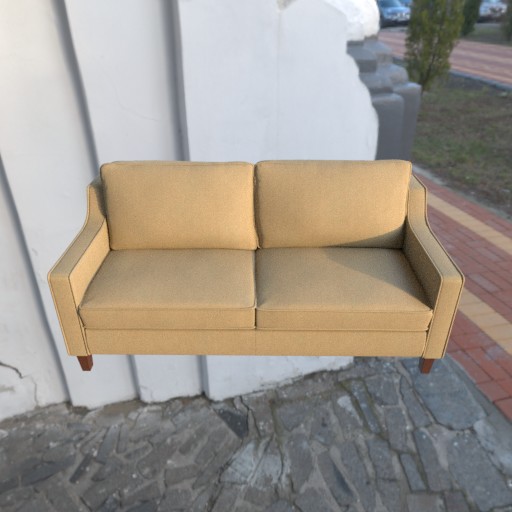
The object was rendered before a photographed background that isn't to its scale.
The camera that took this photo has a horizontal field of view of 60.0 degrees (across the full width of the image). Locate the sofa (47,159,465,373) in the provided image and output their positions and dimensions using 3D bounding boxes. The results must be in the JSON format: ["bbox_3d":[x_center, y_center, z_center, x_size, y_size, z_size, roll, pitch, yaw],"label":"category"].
[{"bbox_3d":[0.000,0.000,2.811,2.178,1.071,1.066,0,31,1],"label":"sofa"}]
